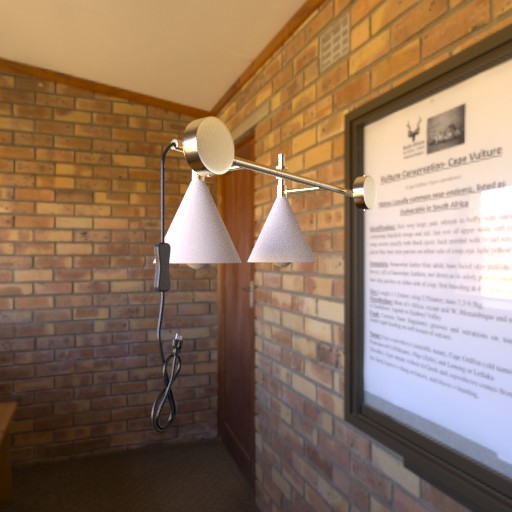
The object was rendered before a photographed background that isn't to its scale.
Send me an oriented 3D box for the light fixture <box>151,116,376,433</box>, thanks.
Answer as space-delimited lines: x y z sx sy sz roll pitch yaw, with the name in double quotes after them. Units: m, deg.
0.000 0.000 0.871 0.239 0.468 0.642 0 0 37 "light fixture"
